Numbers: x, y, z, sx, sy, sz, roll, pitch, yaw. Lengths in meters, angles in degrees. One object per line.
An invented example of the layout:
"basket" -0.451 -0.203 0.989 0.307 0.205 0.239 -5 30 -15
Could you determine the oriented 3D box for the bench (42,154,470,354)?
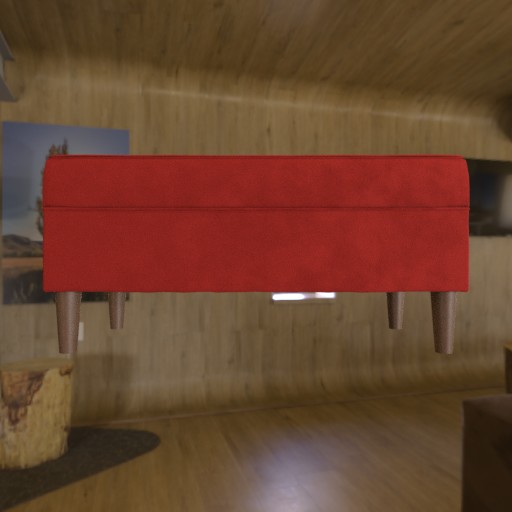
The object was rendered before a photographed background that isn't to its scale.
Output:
"bench" 0.000 0.000 1.266 1.016 0.471 0.492 0 -1 0
